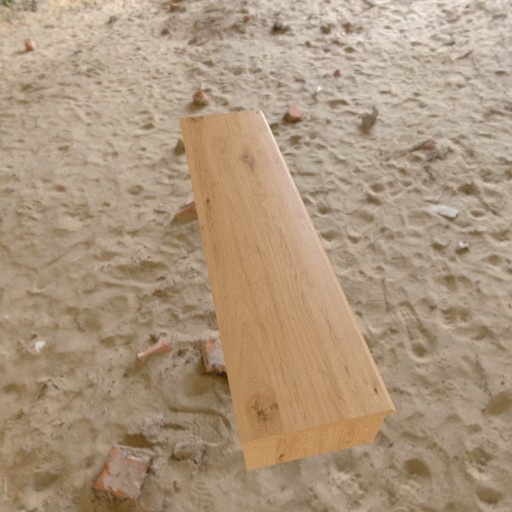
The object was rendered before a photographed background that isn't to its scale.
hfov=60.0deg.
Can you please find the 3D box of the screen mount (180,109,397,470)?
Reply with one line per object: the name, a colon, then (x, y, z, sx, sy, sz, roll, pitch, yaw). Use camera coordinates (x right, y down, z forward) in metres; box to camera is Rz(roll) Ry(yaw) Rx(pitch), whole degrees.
screen mount: (0.000, 0.000, 1.926, 0.450, 0.430, 1.700, -9, 47, -8)
